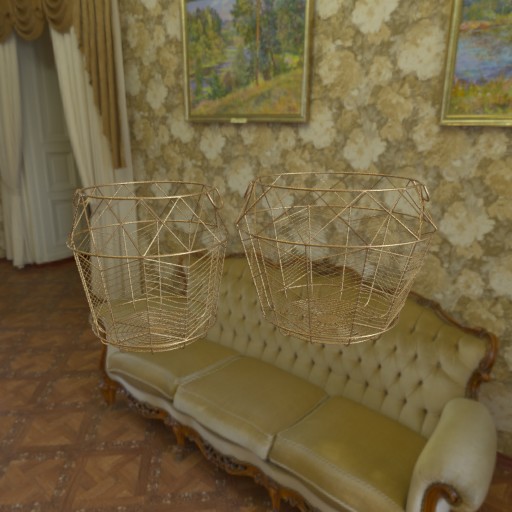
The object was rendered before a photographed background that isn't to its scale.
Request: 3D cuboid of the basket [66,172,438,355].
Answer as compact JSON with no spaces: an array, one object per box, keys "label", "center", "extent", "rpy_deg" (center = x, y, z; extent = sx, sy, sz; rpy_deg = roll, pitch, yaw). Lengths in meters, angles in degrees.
[{"label":"basket","center":[0.000,0.000,1.014],"extent":[0.805,0.343,0.451],"rpy_deg":[-2,16,-8]}]
